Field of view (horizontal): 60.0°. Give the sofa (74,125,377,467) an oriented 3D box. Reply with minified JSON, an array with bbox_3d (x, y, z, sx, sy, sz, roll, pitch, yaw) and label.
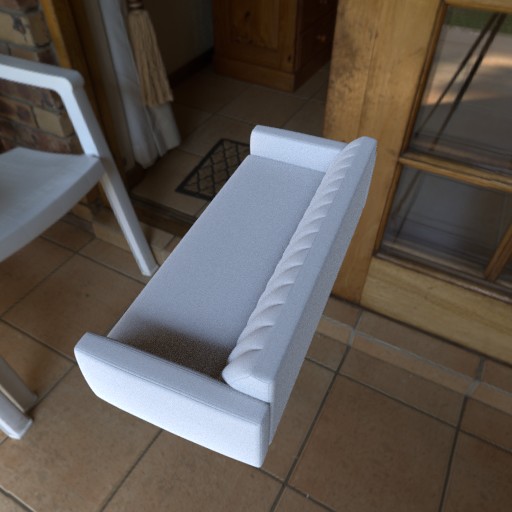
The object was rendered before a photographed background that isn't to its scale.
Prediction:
[{"bbox_3d":[0.000,0.000,2.813,0.990,0.821,2.291,17,48,16],"label":"sofa"}]
